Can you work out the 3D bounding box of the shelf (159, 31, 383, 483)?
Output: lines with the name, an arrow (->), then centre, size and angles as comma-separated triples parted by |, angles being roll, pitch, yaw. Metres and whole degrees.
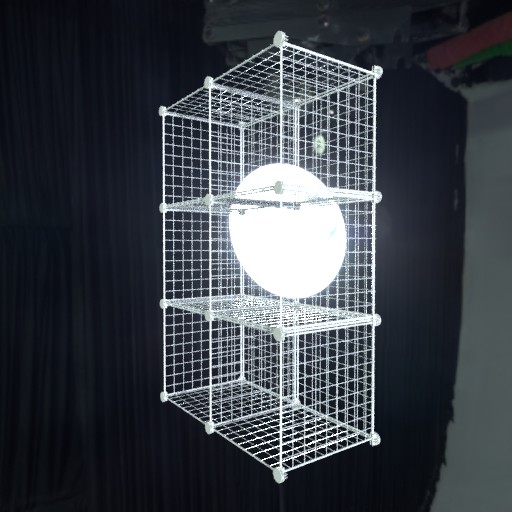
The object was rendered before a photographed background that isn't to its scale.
shelf -> 0.000, 0.000, 1.427 | 0.356, 1.067, 0.711 | -1, 2, -35
